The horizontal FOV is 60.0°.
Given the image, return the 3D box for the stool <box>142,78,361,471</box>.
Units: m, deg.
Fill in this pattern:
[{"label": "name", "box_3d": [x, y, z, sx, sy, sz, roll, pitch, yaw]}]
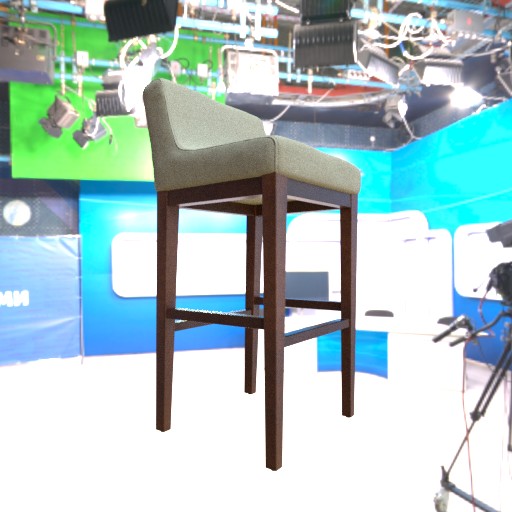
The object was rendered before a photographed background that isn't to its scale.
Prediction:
[{"label": "stool", "box_3d": [0.000, 0.000, 1.373, 0.500, 1.037, 0.511, 0, 0, 36]}]
